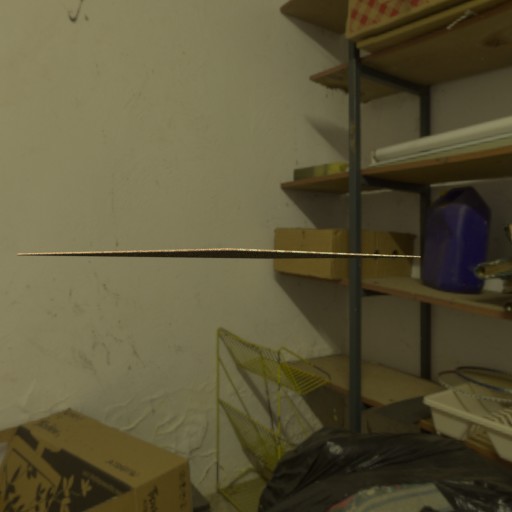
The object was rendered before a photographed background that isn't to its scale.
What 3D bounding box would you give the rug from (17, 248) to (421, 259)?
[{"bbox_3d":[0.000,0.000,3.003,1.526,0.011,2.435,-1,-1,36],"label":"rug"}]
